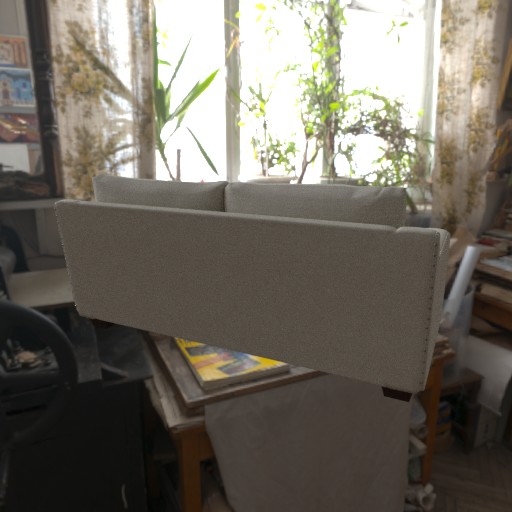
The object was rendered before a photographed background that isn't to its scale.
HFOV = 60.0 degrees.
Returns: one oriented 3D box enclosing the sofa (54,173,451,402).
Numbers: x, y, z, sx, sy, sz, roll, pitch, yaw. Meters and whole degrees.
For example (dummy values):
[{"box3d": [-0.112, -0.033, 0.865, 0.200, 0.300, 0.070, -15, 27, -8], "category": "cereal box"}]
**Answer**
[{"box3d": [0.000, 0.000, 2.702, 2.107, 0.983, 1.104, 7, 16, 25], "category": "sofa"}]
